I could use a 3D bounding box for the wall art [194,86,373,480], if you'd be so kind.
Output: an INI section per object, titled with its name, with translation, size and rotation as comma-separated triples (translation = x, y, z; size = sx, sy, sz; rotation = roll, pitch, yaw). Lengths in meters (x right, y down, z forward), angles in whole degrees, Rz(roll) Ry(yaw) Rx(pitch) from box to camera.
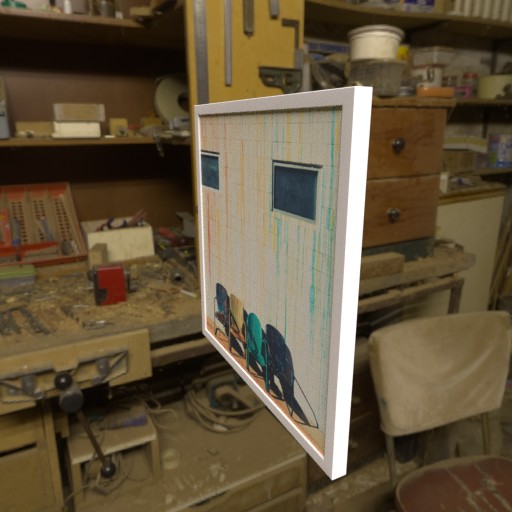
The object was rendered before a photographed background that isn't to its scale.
[wall art]
translation = 0.000, 0.000, 1.139
size = 0.036, 0.760, 0.760
rotation = -8, 18, -26
